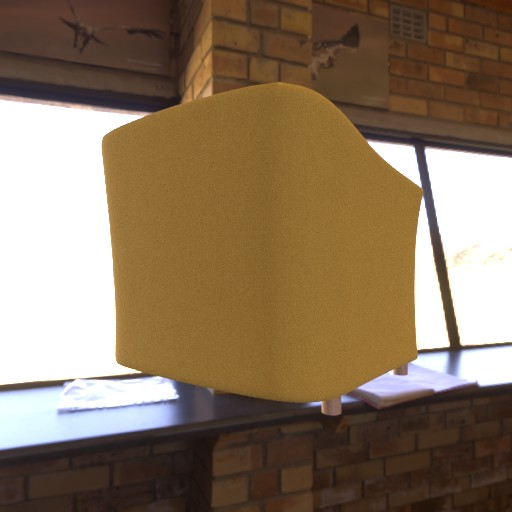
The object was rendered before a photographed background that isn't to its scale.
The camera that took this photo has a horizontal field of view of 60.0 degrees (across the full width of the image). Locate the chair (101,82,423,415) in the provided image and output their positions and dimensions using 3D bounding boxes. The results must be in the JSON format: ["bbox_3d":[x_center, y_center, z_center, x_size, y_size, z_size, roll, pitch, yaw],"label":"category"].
[{"bbox_3d":[0.000,0.000,1.334,0.790,0.720,0.700,-1,-2,37],"label":"chair"}]
